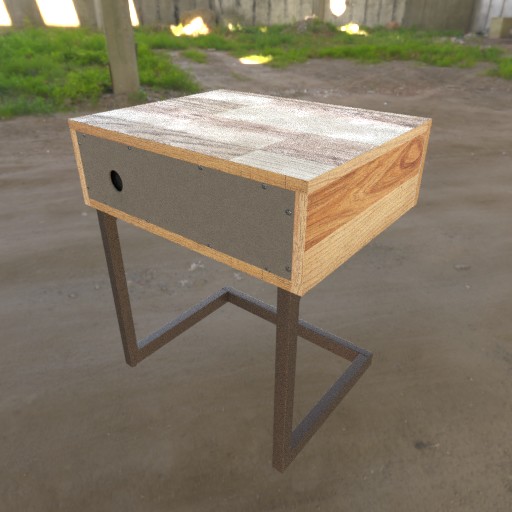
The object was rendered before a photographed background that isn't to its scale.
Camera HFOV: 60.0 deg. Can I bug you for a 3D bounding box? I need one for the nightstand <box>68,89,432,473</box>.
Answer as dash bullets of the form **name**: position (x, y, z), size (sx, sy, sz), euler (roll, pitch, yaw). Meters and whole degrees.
- **nightstand**: position (0.000, 0.000, 1.032), size (0.558, 0.632, 0.481), euler (22, 36, 33)
